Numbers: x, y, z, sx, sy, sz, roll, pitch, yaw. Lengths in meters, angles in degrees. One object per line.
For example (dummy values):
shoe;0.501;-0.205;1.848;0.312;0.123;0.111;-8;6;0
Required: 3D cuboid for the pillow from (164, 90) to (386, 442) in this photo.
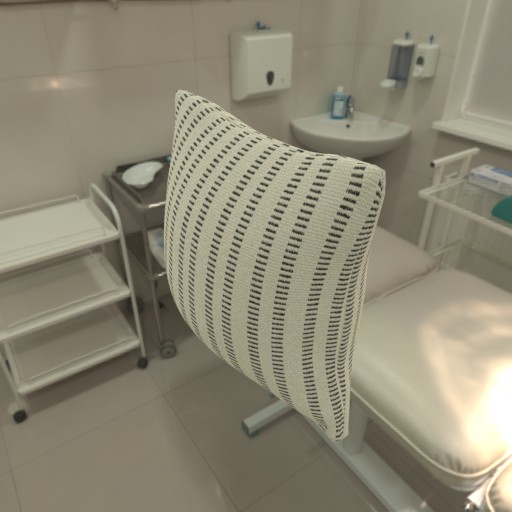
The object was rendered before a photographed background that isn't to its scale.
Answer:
pillow;0.000;0.000;0.680;0.247;0.419;0.438;-21;38;-29
